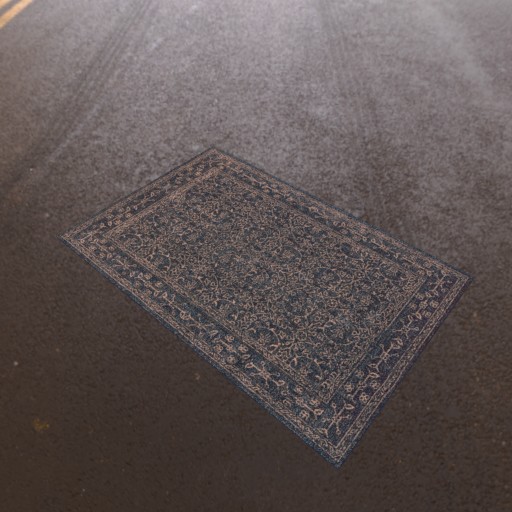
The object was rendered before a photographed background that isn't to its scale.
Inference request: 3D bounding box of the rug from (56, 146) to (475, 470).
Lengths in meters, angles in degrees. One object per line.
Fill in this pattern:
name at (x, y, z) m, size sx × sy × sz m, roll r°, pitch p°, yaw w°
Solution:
rug at (0.000, 0.000, 2.288) m, size 1.819 × 0.005 × 1.200 m, roll 32°, pitch 54°, yaw 27°
